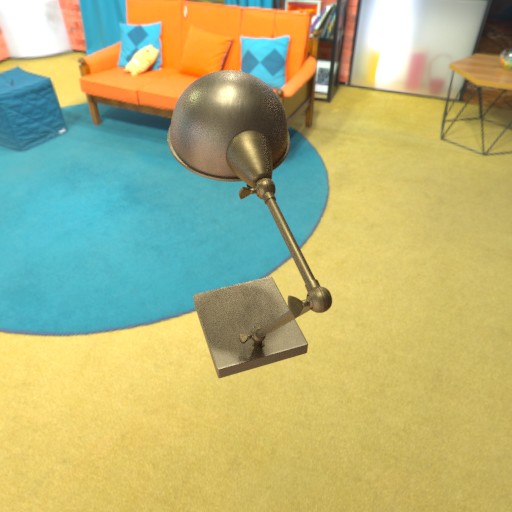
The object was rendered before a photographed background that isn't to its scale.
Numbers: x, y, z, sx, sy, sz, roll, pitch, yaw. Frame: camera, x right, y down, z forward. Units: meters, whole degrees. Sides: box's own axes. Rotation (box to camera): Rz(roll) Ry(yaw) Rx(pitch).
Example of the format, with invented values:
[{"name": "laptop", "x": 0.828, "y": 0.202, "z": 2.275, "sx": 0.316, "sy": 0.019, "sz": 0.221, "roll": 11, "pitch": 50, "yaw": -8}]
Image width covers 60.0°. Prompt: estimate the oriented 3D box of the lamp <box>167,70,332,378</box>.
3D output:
[{"name": "lamp", "x": 0.000, "y": 0.000, "z": 0.539, "sx": 0.149, "sy": 0.371, "sz": 0.339, "roll": -13, "pitch": 42, "yaw": -14}]
